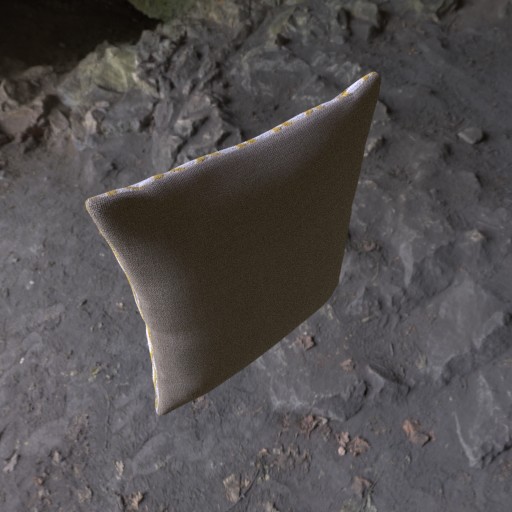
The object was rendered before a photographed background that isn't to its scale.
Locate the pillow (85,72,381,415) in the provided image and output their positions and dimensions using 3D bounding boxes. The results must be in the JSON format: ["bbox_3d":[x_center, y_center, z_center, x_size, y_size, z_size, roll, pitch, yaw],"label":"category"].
[{"bbox_3d":[0.000,0.000,0.655,0.429,0.436,0.159,-33,55,-28],"label":"pillow"}]
